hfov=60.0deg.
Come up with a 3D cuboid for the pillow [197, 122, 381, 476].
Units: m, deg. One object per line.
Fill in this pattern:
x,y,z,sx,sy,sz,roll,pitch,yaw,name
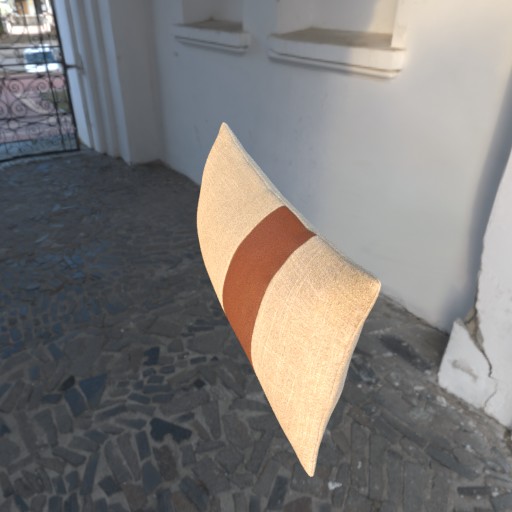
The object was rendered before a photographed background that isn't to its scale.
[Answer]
0.000,0.000,0.722,0.155,0.282,0.612,-9,32,-15,pillow
